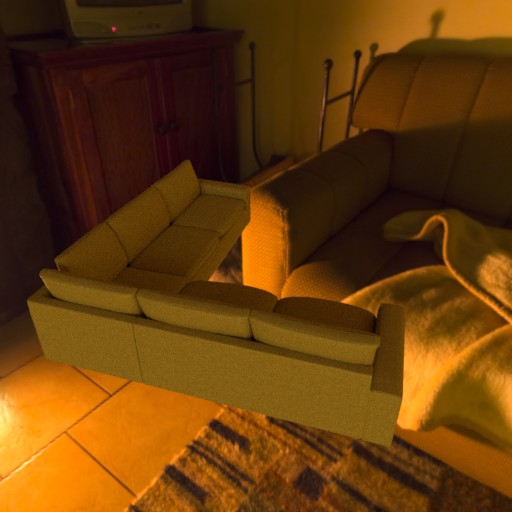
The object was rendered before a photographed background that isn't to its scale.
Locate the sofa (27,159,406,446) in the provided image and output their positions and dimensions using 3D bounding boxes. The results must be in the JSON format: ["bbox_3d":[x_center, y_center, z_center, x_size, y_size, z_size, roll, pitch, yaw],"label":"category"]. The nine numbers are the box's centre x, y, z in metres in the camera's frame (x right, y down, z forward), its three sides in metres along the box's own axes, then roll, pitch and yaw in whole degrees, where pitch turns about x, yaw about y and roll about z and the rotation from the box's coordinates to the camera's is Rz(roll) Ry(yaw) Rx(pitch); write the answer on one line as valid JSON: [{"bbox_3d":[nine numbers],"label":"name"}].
[{"bbox_3d":[0.000,0.000,4.042,2.622,0.800,2.742,9,33,15],"label":"sofa"}]
